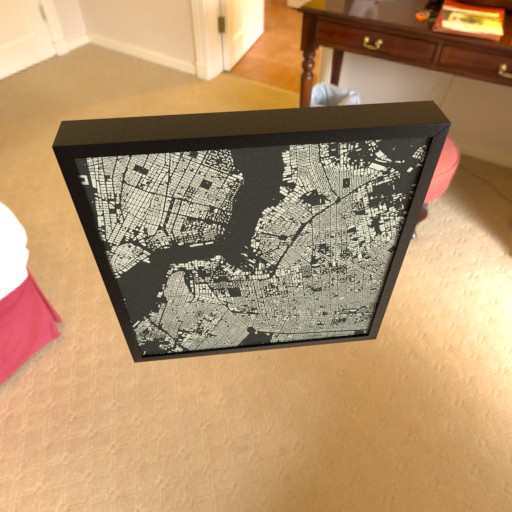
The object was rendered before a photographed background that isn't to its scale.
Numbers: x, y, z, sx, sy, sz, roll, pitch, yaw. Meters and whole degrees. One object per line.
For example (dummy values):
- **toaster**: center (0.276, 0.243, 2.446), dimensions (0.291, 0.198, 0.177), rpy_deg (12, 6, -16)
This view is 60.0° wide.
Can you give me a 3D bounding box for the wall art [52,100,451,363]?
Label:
- **wall art**: center (0.000, 0.000, 0.450), dimensions (0.299, 0.299, 0.037), rpy_deg (-5, 46, -4)
